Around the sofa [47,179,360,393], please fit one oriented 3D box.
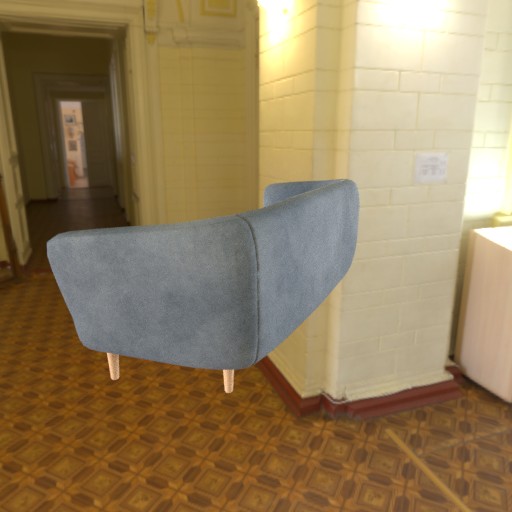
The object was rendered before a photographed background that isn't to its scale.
[{"bbox_3d":[0.000,0.000,2.524,0.849,0.795,2.095,7,17,24],"label":"sofa"}]
